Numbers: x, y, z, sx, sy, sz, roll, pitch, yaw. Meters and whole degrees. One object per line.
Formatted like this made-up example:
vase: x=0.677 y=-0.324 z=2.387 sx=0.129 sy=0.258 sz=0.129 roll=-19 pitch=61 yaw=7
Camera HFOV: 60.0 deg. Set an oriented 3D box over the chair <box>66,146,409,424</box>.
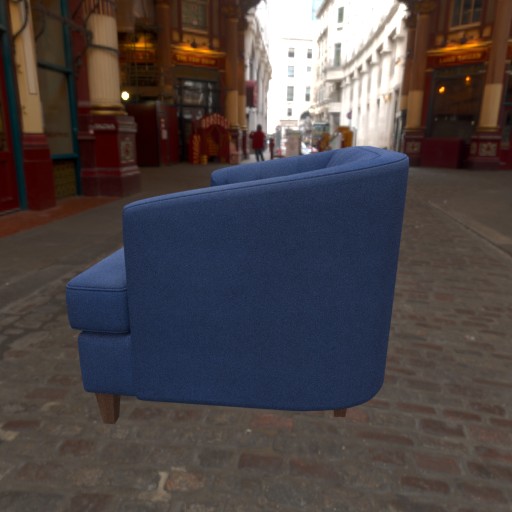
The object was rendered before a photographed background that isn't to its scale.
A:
chair: x=0.000 y=0.000 z=1.662 sx=0.914 sy=0.787 sz=1.118 roll=2 pitch=16 yaw=7
